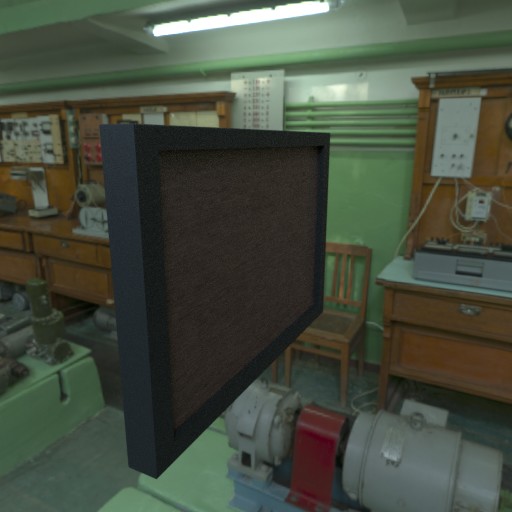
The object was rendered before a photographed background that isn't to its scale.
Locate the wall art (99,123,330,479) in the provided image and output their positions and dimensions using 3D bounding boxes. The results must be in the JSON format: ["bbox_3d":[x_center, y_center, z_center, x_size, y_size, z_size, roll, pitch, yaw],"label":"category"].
[{"bbox_3d":[0.000,0.000,0.834,0.051,0.456,0.671,7,16,26],"label":"wall art"}]
